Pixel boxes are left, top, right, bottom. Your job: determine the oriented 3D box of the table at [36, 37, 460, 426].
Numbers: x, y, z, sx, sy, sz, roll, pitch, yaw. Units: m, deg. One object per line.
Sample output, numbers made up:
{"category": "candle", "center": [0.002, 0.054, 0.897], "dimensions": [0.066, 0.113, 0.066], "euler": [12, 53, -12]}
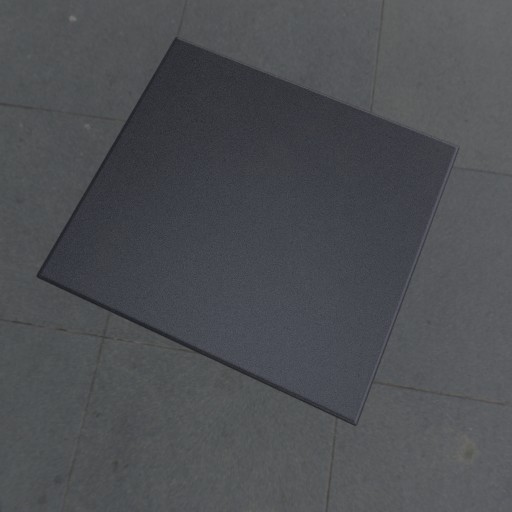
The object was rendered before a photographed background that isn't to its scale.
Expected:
{"category": "table", "center": [0.000, 0.000, 0.924], "dimensions": [0.488, 0.565, 0.442], "euler": [24, 77, 6]}
